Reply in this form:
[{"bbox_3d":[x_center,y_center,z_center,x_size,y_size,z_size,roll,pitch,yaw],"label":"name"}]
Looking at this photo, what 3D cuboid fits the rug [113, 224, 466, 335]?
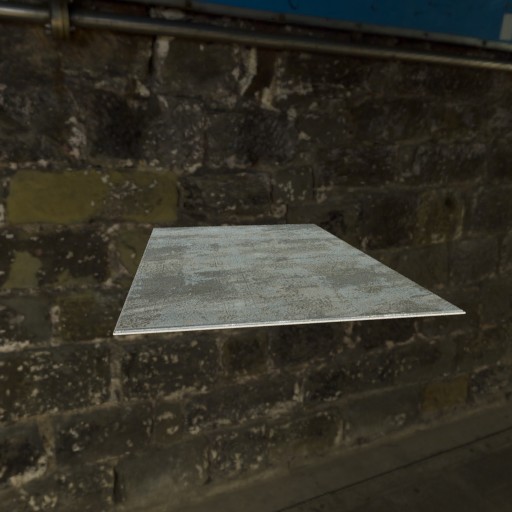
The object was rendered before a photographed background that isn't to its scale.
[{"bbox_3d":[0.000,0.000,3.051,1.536,0.012,2.431,-2,14,-9],"label":"rug"}]
